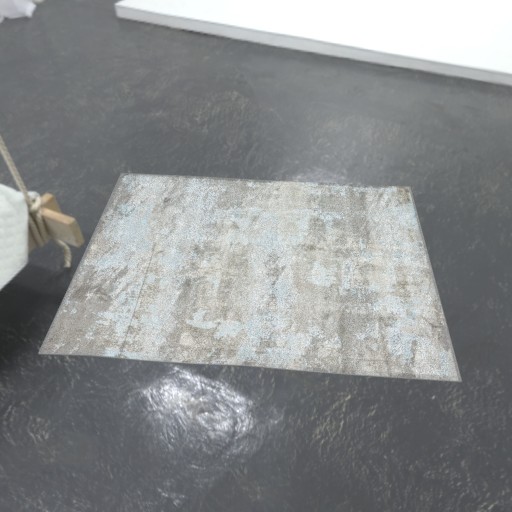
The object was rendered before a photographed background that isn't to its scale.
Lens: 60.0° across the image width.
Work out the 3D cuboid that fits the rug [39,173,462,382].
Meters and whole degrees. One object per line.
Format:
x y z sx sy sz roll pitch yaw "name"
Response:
0.000 0.000 4.255 3.307 0.013 2.393 3 47 3 "rug"
